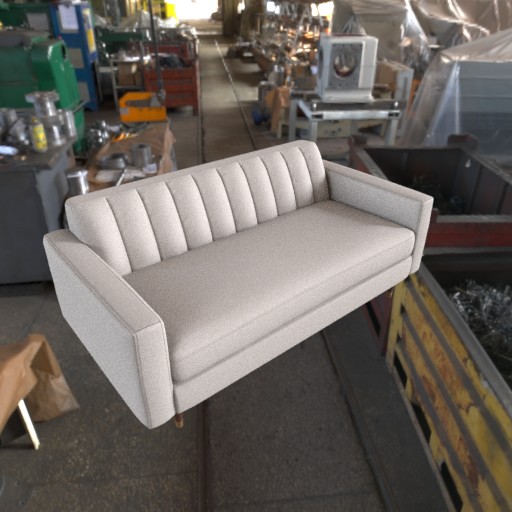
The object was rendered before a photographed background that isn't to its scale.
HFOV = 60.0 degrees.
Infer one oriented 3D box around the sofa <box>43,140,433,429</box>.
[{"bbox_3d":[0.000,0.000,2.426,1.895,0.814,0.969,-23,37,-33],"label":"sofa"}]
